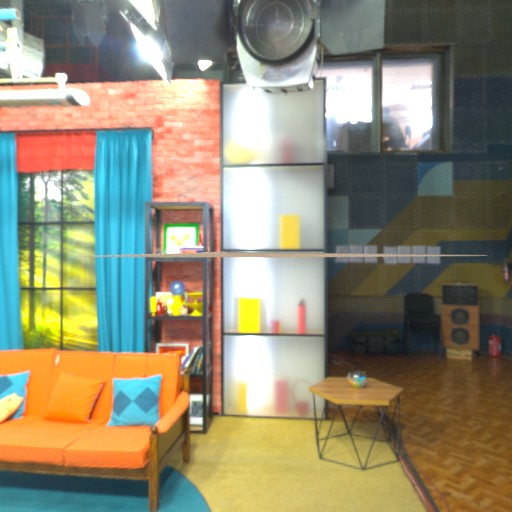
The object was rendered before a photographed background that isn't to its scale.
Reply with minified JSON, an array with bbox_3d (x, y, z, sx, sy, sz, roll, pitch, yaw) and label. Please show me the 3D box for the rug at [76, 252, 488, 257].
[{"bbox_3d":[0.000,0.000,3.940,2.391,0.005,2.880,0,-1,-35],"label":"rug"}]
